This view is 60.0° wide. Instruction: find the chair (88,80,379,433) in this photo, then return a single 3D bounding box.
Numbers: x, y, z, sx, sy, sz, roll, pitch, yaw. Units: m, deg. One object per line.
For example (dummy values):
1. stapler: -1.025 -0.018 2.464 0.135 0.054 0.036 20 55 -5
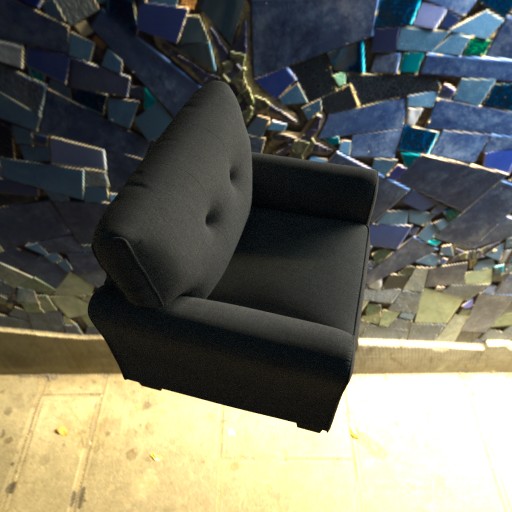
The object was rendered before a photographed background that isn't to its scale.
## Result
1. chair: 0.000 0.000 1.628 0.816 0.890 0.941 11 49 10
